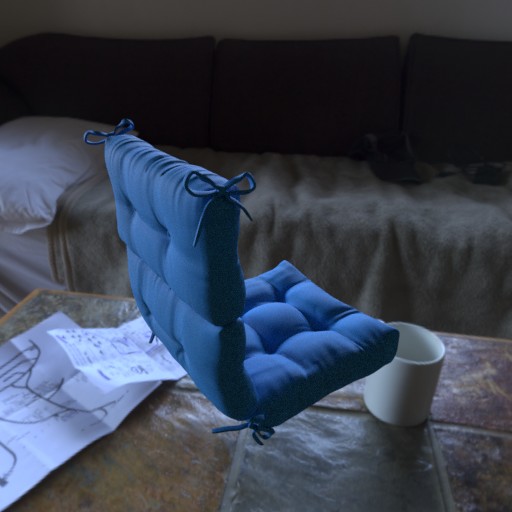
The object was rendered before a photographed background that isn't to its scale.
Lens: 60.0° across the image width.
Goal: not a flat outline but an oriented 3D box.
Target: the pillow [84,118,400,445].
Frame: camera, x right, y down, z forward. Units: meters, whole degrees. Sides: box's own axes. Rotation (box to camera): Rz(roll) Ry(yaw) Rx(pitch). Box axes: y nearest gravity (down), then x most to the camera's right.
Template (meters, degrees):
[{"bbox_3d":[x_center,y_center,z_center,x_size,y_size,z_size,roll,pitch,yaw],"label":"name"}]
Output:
[{"bbox_3d":[0.000,0.000,1.039,0.571,0.605,0.519,-17,31,-31],"label":"pillow"}]
